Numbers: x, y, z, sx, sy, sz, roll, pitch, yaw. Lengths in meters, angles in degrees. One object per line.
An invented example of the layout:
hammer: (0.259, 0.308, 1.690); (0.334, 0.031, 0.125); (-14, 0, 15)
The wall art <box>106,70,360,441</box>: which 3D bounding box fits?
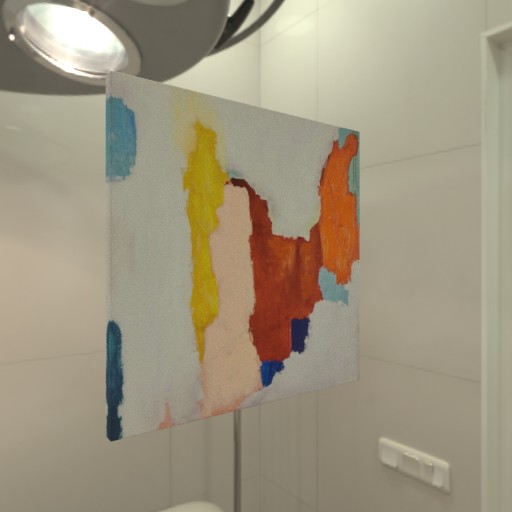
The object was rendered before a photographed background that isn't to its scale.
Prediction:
wall art: (0.000, 0.000, 1.224); (0.814, 0.814, 0.037); (0, 0, -36)
